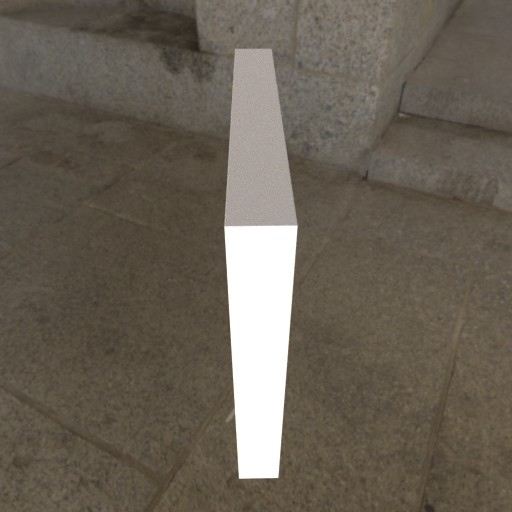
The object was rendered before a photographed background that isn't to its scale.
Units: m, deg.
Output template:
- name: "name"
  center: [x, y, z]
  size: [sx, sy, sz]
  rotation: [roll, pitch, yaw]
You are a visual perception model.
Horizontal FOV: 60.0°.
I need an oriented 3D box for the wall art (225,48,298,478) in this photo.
- name: "wall art"
  center: [0.000, 0.000, 0.444]
  size: [0.038, 0.305, 0.305]
  rotation: [-1, 41, -1]
